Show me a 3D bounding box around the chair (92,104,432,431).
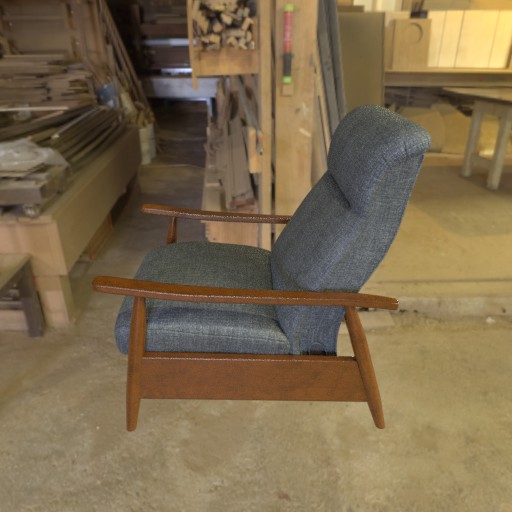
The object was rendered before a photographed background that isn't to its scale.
[{"bbox_3d":[0.000,0.000,1.743,1.030,1.082,0.762,0,26,-1],"label":"chair"}]
